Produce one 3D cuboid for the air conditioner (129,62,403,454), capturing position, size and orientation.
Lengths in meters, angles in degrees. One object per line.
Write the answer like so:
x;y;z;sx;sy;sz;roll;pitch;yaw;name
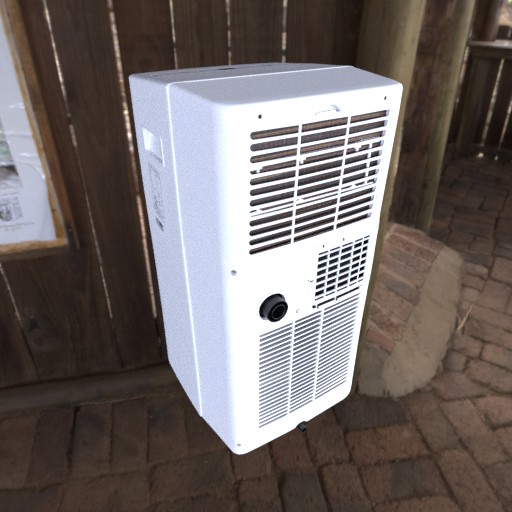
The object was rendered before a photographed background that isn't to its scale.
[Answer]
0.000;0.000;0.777;0.304;0.606;0.349;-18;35;-28;air conditioner
